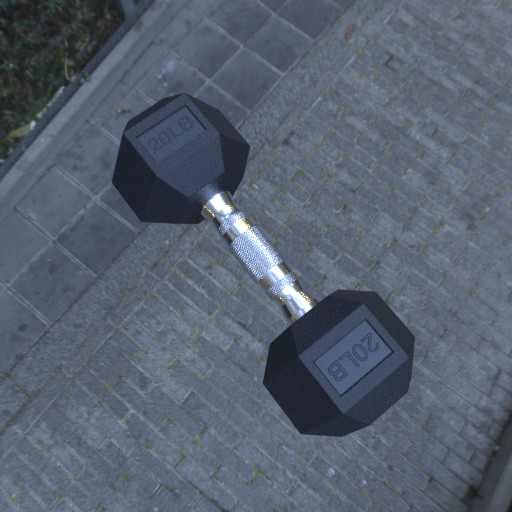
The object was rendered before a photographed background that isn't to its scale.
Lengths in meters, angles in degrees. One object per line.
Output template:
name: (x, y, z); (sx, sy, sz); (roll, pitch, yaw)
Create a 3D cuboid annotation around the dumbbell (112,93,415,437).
dumbbell: (0.000, 0.000, 0.334); (0.106, 0.092, 0.272); (-37, 78, -9)
